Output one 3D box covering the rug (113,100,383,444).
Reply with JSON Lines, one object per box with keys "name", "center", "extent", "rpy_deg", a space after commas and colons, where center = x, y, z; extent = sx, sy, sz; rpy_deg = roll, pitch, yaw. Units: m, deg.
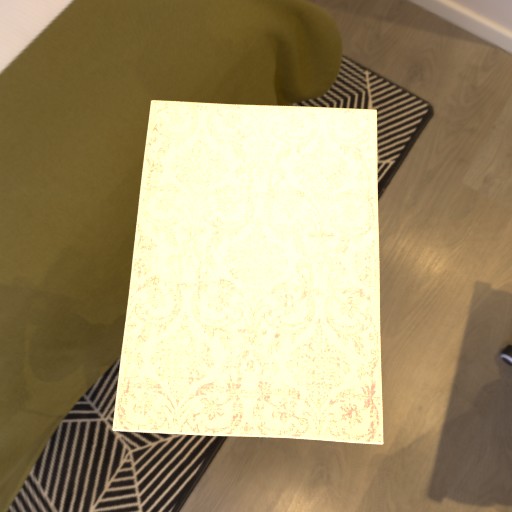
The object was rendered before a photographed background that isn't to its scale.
{"name": "rug", "center": [0.000, 0.000, 2.872], "extent": [1.598, 0.014, 2.202], "rpy_deg": [3, 76, 1]}
